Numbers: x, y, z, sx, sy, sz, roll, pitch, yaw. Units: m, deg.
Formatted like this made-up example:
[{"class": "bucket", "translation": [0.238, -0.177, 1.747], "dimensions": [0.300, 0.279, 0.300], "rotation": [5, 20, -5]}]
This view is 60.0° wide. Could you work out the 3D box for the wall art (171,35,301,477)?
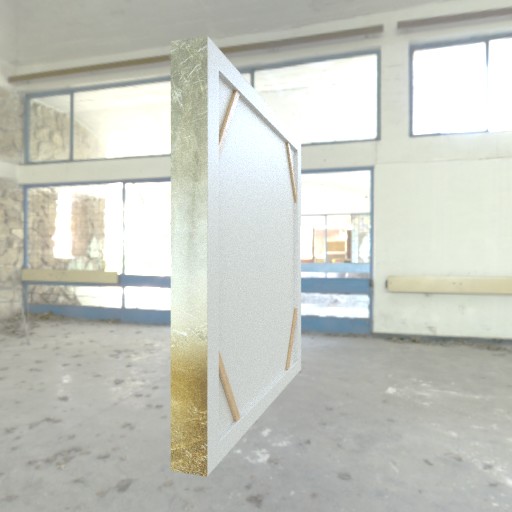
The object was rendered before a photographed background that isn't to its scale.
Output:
[{"class": "wall art", "translation": [0.000, 0.000, 0.607], "dimensions": [0.038, 0.407, 0.405], "rotation": [0, 0, 18]}]
